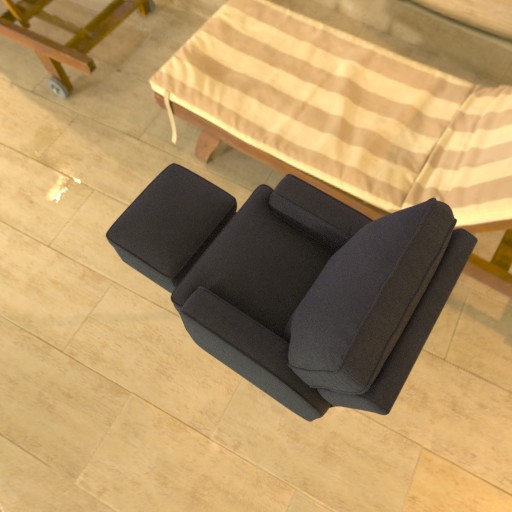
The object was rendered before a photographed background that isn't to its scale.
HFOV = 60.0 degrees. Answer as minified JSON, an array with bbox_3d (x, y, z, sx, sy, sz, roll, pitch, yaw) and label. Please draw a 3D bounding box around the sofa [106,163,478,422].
[{"bbox_3d":[0.000,0.000,1.990,1.472,0.959,0.861,31,68,14],"label":"sofa"}]
